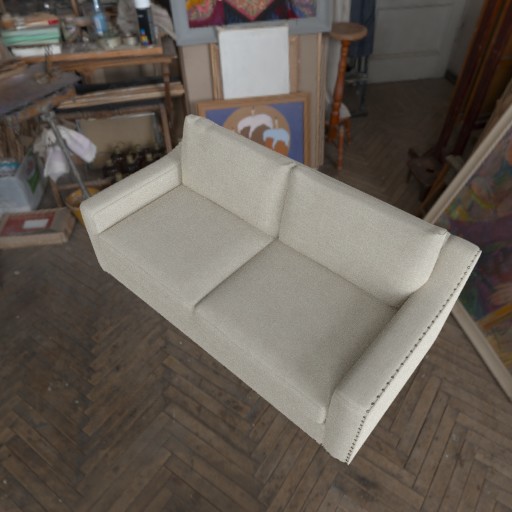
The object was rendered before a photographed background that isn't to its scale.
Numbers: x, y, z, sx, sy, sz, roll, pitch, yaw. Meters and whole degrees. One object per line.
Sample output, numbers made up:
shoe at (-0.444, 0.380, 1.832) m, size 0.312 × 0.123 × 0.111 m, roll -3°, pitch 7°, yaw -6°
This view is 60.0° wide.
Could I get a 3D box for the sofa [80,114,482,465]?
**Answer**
sofa at (0.000, 0.000, 2.680) m, size 2.107 × 0.983 × 1.104 m, roll 32°, pitch 53°, yaw 28°
